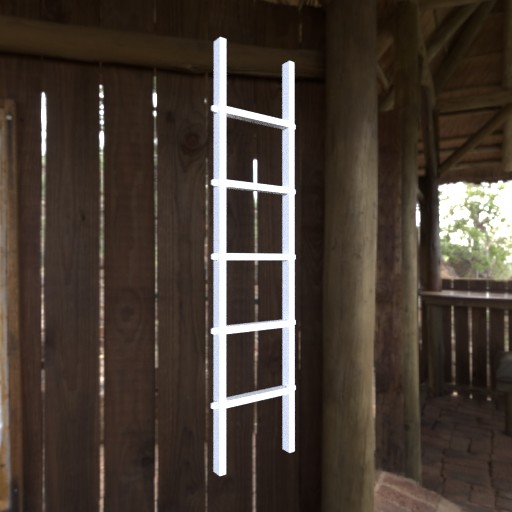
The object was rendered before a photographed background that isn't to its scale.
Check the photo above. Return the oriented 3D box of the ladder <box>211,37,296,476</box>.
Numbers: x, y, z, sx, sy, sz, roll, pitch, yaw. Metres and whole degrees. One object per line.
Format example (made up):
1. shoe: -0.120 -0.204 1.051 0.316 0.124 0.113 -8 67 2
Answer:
1. ladder: 0.000 0.000 1.951 0.452 1.797 0.051 0 -1 -36
